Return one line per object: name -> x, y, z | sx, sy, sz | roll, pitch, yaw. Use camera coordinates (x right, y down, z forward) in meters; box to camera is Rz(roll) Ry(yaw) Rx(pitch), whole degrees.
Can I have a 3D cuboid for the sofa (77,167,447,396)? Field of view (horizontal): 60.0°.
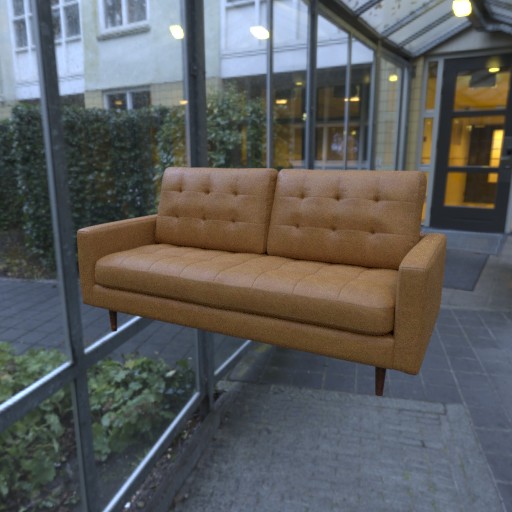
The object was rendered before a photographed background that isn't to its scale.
sofa -> 0.000, 0.000, 2.355 | 1.821, 0.898, 0.850 | 7, 14, 27
